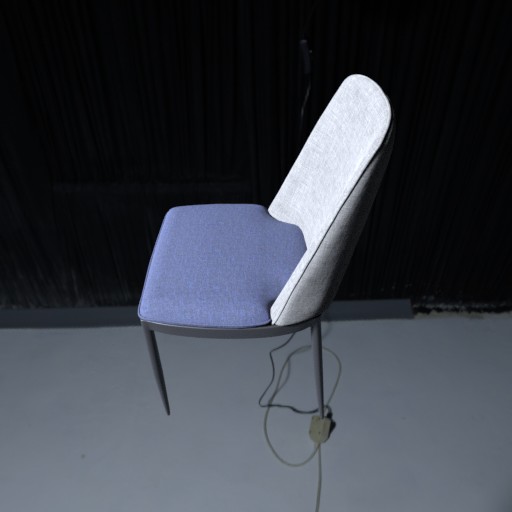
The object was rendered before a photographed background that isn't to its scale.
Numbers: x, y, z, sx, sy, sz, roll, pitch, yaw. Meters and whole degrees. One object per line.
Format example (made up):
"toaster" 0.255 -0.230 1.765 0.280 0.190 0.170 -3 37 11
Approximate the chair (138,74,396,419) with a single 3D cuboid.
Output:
"chair" 0.000 0.000 1.168 0.550 0.855 0.488 0 39 0
